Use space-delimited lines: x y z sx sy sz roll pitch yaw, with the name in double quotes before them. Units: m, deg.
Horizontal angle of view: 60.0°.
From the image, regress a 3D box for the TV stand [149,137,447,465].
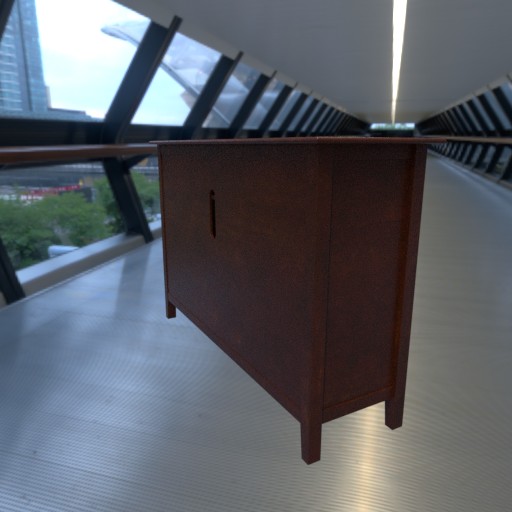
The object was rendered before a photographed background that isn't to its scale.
"TV stand" 0.000 0.000 1.809 0.445 0.915 1.372 -8 16 -28
